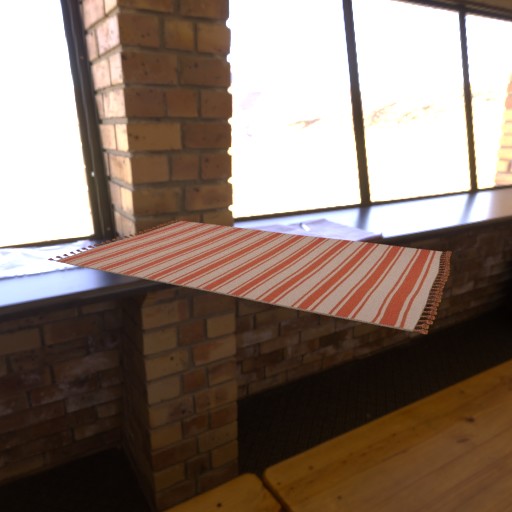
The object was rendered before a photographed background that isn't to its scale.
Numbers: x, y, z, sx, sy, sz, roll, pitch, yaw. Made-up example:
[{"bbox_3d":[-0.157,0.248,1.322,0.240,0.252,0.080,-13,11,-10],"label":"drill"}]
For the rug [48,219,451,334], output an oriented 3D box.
[{"bbox_3d":[0.000,0.000,2.625,2.092,0.017,1.232,8,18,26],"label":"rug"}]
